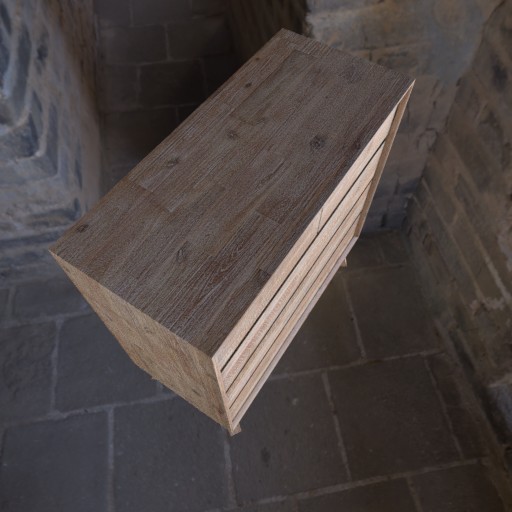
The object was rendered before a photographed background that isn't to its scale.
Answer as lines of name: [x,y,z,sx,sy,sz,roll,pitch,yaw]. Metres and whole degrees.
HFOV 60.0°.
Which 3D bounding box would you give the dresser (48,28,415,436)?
dresser: [0.000,0.000,1.579,0.455,1.029,0.998,29,63,16]
